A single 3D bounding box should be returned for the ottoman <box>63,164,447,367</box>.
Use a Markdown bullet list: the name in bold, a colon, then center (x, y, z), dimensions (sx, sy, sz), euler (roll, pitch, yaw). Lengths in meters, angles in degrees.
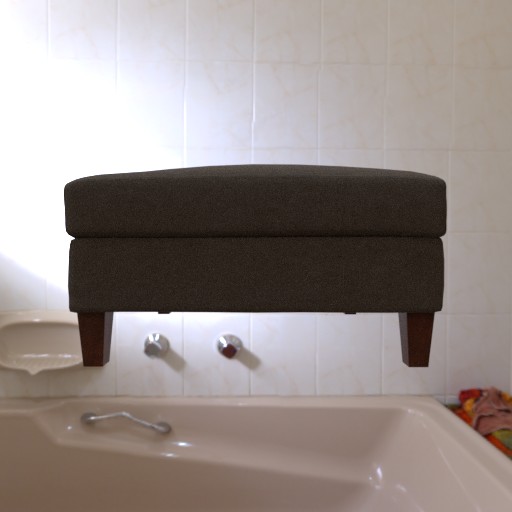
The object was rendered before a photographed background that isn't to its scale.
- **ottoman**: center (0.000, 0.000, 1.398), dimensions (0.861, 0.482, 0.881), euler (0, 2, 0)
